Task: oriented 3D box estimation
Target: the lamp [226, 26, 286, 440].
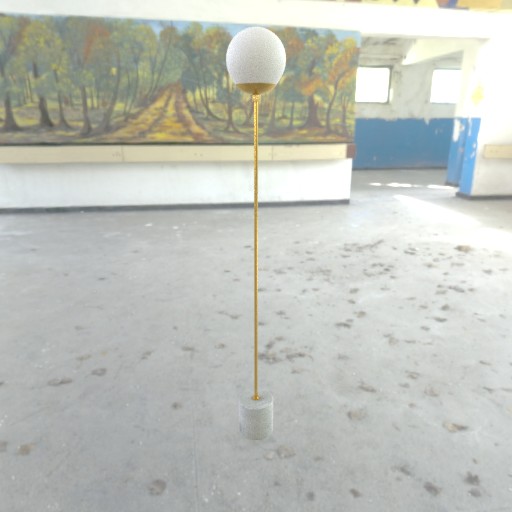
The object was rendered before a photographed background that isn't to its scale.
[{"bbox_3d":[0.000,0.000,1.882,0.224,1.753,0.224,-3,17,-9],"label":"lamp"}]
